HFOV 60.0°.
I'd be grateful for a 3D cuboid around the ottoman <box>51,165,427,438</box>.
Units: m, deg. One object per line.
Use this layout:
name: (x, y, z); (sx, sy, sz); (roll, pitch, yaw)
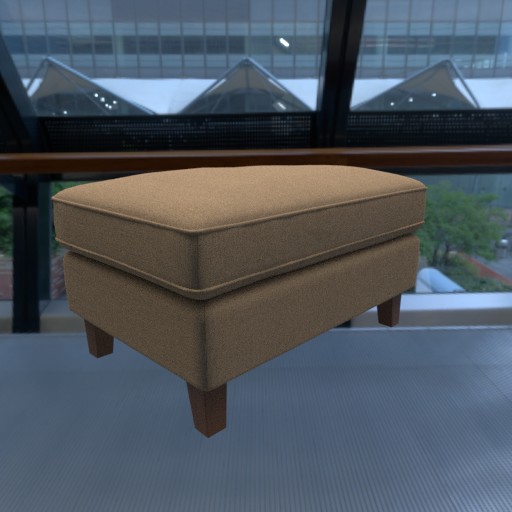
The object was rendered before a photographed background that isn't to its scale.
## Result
ottoman: (0.000, 0.000, 1.317); (0.636, 0.521, 0.945); (14, 21, 43)
